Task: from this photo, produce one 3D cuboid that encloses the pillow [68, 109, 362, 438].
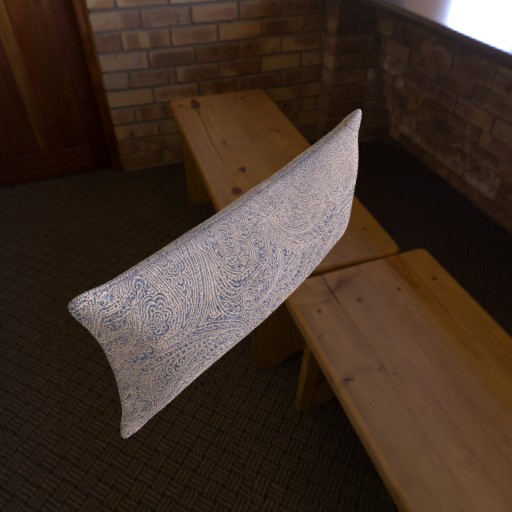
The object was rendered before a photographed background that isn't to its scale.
[{"bbox_3d":[0.000,0.000,0.730,0.151,0.295,0.615,28,49,28],"label":"pillow"}]
